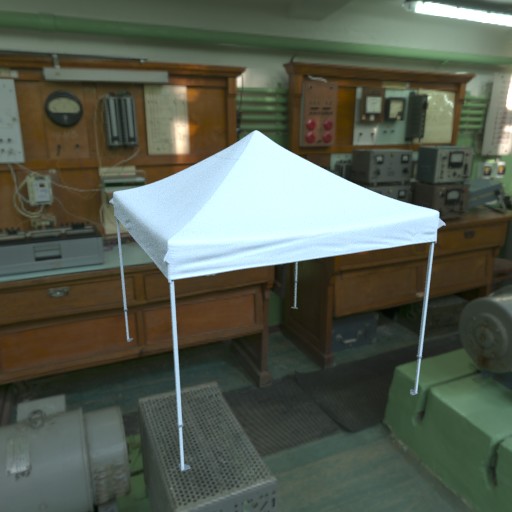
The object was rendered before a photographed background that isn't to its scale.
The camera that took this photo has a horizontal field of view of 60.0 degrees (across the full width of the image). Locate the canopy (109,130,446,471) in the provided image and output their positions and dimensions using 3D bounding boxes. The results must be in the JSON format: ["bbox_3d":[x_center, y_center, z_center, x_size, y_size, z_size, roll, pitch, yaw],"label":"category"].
[{"bbox_3d":[0.000,0.000,5.498,2.994,2.998,2.996,-8,18,-24],"label":"canopy"}]
